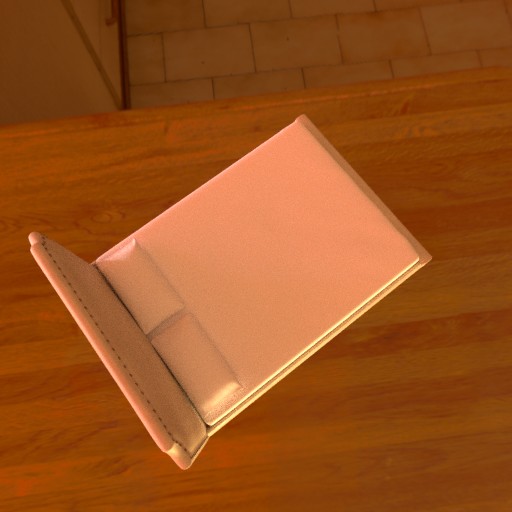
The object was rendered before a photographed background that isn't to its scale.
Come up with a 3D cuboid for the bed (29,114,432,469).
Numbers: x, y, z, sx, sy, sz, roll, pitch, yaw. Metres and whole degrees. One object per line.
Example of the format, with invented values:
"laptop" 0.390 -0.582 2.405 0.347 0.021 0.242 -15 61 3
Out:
"bed" 0.000 0.000 3.356 2.372 1.443 1.712 -36 78 -9
